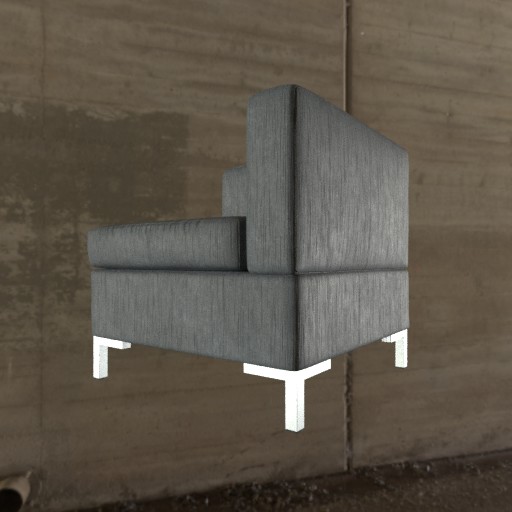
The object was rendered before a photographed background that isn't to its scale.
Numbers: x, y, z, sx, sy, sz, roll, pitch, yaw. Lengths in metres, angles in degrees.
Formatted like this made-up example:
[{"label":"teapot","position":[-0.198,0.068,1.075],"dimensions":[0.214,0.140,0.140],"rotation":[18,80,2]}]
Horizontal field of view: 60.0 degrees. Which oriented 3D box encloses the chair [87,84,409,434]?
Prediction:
[{"label":"chair","position":[0.000,0.000,1.249],"dimensions":[0.680,0.660,0.680],"rotation":[0,-1,37]}]
